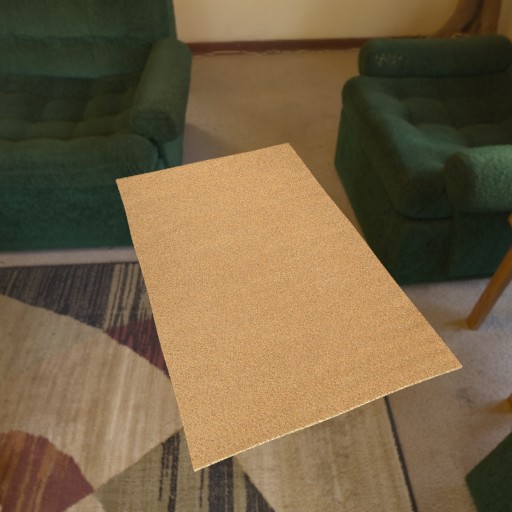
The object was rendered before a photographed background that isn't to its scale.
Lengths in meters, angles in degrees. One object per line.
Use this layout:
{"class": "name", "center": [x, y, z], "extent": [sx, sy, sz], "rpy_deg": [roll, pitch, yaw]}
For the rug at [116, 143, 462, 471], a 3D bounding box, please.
{"class": "rug", "center": [0.000, 0.000, 2.975], "extent": [1.500, 0.025, 2.346], "rpy_deg": [-15, 49, -14]}
